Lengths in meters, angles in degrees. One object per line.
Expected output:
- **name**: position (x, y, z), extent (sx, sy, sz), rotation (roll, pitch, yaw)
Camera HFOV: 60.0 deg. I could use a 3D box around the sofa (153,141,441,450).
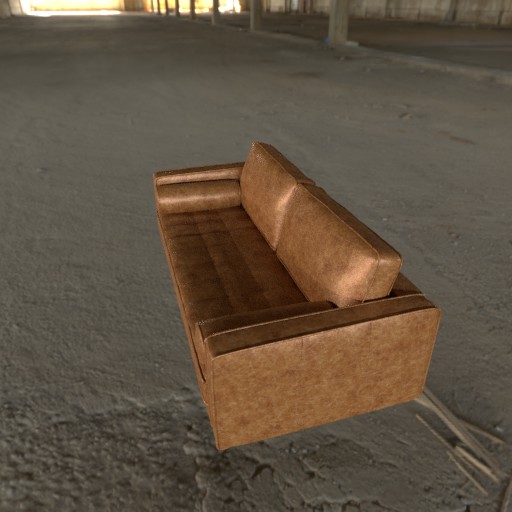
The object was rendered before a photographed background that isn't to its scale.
- **sofa**: position (0.000, 0.000, 2.440), extent (0.924, 0.825, 1.920), rotation (-9, 31, -15)
